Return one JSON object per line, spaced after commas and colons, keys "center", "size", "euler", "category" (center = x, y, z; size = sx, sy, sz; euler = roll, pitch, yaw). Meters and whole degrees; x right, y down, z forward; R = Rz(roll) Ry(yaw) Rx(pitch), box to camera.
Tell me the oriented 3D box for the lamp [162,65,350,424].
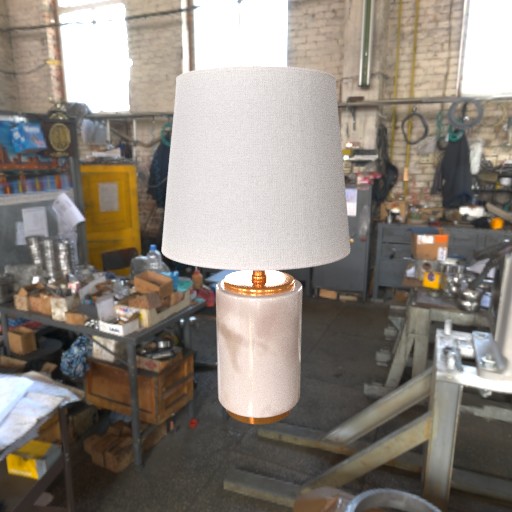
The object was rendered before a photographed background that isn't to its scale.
{"center": [0.000, 0.000, 0.457], "size": [0.189, 0.340, 0.189], "euler": [0, 13, 0], "category": "lamp"}
